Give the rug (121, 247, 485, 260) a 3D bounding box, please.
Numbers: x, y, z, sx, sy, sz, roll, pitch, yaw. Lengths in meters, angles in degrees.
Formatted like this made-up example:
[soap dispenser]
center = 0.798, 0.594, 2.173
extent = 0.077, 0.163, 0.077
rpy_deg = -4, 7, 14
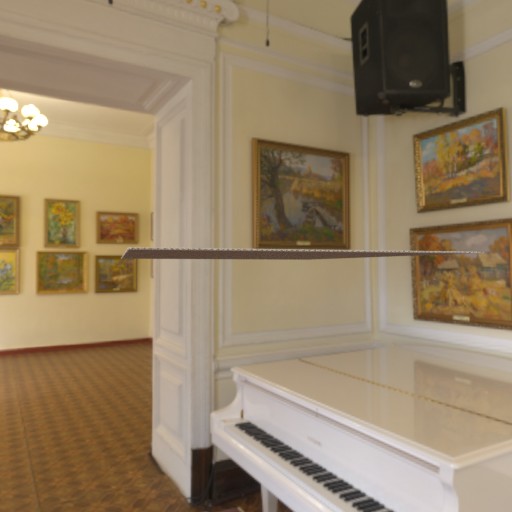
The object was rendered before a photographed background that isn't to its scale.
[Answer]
[rug]
center = 0.000, 0.000, 4.140
extent = 2.380, 0.013, 3.051
rpy_deg = 0, -1, -18
